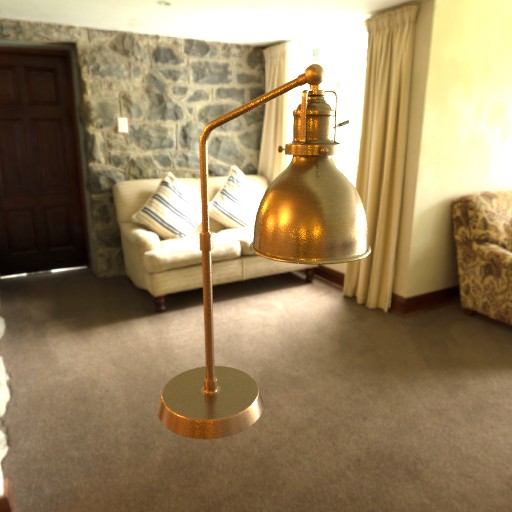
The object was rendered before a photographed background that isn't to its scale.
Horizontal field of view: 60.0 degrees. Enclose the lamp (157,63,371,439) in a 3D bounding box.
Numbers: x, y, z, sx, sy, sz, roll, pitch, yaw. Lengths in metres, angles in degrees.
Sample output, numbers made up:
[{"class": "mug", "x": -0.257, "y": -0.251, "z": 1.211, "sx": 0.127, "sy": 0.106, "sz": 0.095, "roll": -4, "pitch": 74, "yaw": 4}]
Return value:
[{"class": "lamp", "x": 0.000, "y": 0.000, "z": 0.572, "sx": 0.286, "sy": 0.456, "sz": 0.153, "roll": 3, "pitch": 16, "yaw": 10}]
